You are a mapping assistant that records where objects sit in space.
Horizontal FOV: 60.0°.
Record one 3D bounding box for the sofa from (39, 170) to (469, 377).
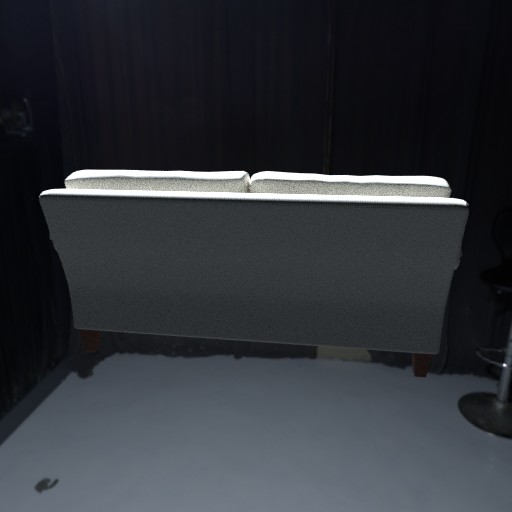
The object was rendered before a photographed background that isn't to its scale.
[{"bbox_3d":[0.000,0.000,2.743,2.159,1.087,1.086,2,17,8],"label":"sofa"}]
